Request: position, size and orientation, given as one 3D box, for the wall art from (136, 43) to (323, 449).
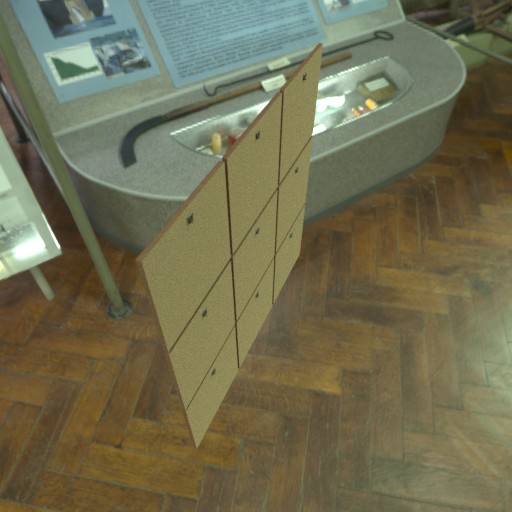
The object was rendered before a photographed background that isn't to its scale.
[{"bbox_3d":[0.000,0.000,1.796,0.024,1.218,1.221,19,51,16],"label":"wall art"}]
